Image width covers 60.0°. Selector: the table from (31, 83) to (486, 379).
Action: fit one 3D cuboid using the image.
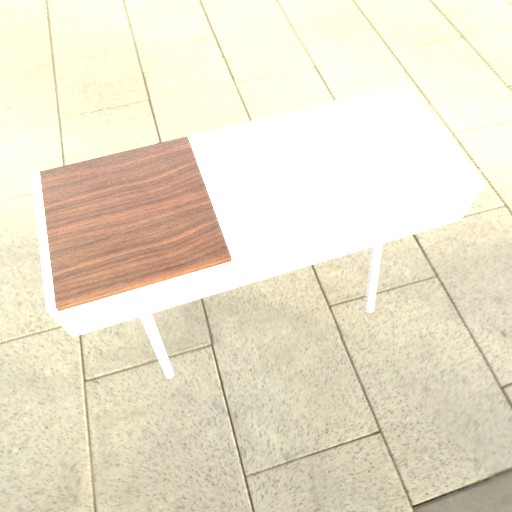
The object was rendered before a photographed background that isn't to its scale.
[{"bbox_3d":[0.000,0.000,1.450,1.066,0.785,0.418,-16,61,-10],"label":"table"}]
